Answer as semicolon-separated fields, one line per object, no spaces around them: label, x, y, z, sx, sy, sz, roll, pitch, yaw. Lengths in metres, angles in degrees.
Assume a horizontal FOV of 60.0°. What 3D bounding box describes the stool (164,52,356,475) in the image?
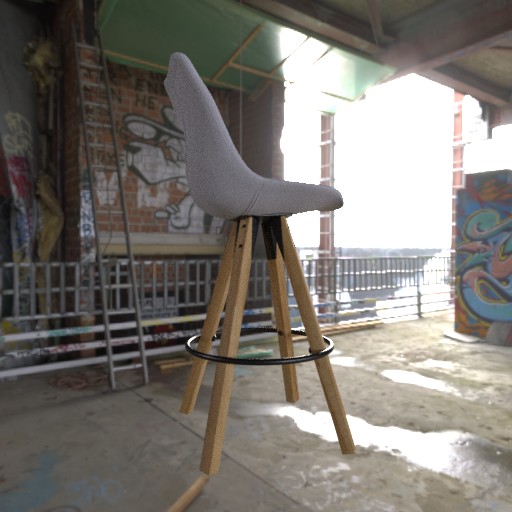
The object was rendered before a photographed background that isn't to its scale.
stool;0.000;0.000;1.398;0.550;1.115;0.484;0;1;-17
